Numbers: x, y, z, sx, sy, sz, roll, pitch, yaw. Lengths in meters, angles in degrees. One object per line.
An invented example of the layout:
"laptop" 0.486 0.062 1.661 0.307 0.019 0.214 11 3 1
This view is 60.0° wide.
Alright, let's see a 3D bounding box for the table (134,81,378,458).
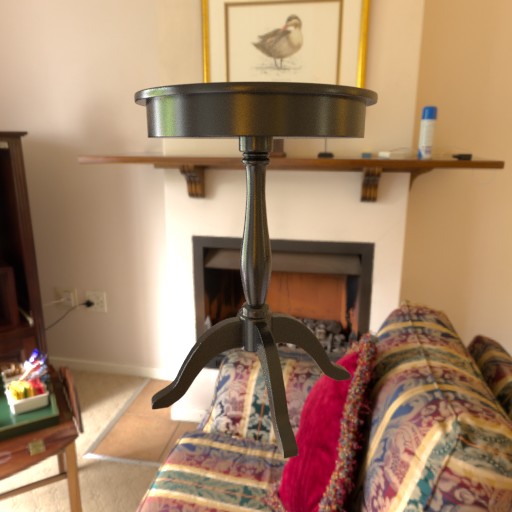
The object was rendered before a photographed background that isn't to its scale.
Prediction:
"table" 0.000 0.000 0.978 0.481 0.665 0.481 0 14 0
